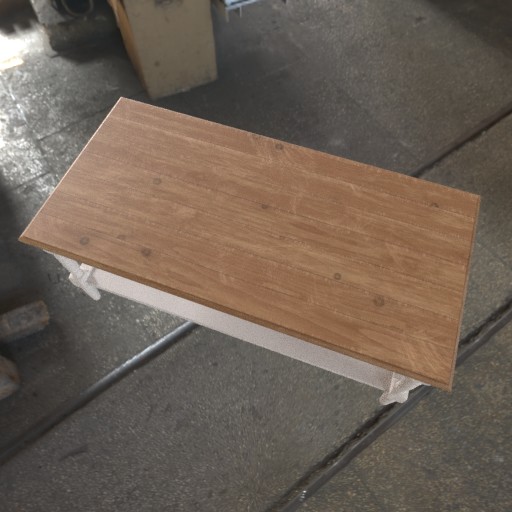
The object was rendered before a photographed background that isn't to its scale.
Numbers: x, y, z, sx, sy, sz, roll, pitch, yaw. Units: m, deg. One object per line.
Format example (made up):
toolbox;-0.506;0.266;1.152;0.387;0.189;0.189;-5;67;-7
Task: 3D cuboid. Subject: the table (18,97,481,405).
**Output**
table;0.000;0.000;1.379;1.118;0.458;0.559;18;63;9
